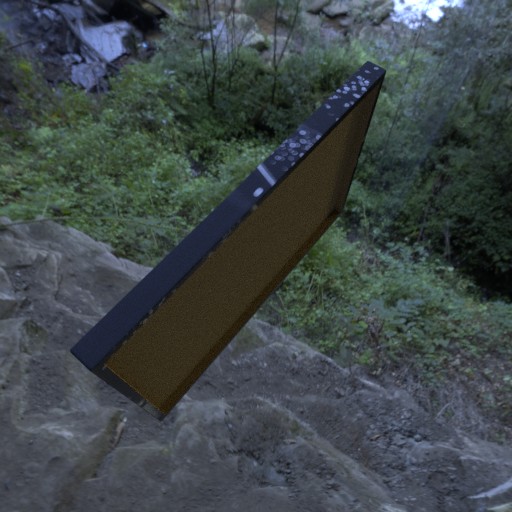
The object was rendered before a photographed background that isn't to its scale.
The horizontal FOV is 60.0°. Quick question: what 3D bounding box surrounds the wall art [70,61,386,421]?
[{"bbox_3d":[0.000,0.000,0.772,0.037,0.406,0.609,36,68,17],"label":"wall art"}]
